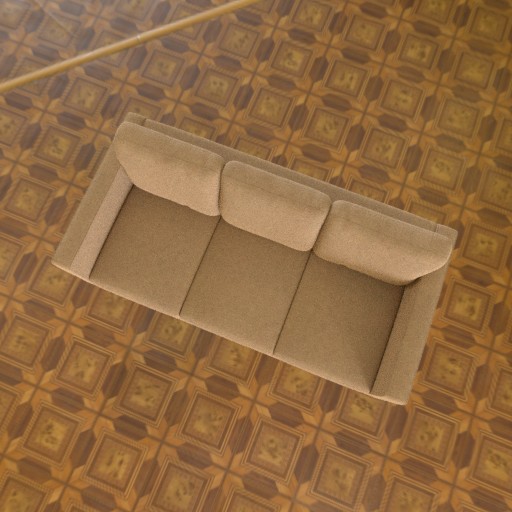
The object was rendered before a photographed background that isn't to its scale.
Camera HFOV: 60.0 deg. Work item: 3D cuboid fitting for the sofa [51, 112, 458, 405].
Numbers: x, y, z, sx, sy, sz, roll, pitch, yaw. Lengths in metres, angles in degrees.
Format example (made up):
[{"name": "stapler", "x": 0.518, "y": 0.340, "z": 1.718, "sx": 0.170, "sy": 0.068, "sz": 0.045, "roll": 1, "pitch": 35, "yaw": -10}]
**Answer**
[{"name": "sofa", "x": 0.000, "y": 0.000, "z": 2.403, "sx": 1.855, "sy": 0.800, "sz": 0.930, "roll": 21, "pitch": 77, "yaw": 5}]
